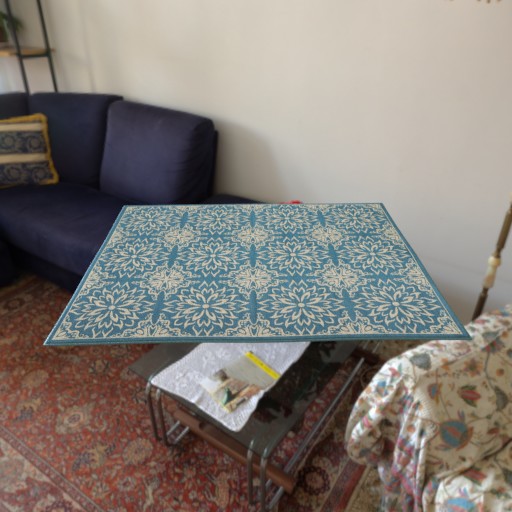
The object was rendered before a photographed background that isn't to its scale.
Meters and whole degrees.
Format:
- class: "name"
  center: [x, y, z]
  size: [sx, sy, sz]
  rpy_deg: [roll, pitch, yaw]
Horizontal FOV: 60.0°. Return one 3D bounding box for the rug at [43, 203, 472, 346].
- class: "rug"
  center: [0.000, 0.000, 4.070]
  size: [2.964, 0.018, 2.350]
  rpy_deg: [-1, 30, -1]
